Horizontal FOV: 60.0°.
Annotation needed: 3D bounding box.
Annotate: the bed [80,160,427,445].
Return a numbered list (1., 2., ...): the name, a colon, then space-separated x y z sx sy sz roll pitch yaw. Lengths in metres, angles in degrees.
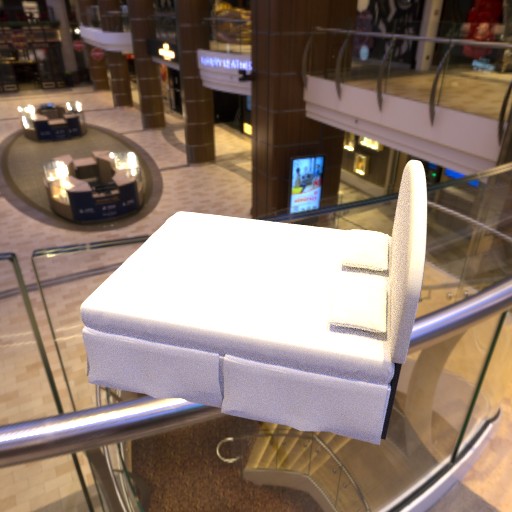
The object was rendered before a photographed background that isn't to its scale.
1. bed: 0.000 0.000 3.099 2.005 1.410 1.607 8 31 13
